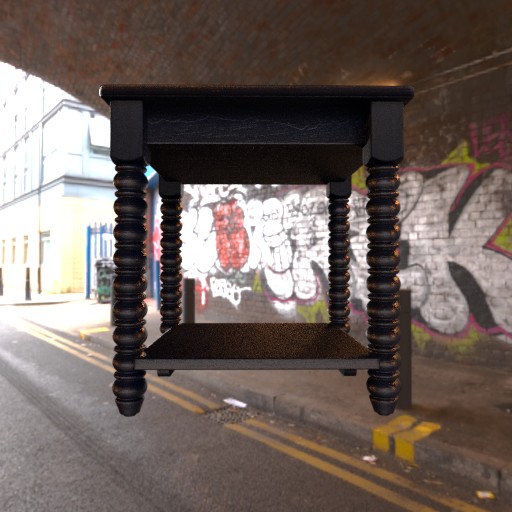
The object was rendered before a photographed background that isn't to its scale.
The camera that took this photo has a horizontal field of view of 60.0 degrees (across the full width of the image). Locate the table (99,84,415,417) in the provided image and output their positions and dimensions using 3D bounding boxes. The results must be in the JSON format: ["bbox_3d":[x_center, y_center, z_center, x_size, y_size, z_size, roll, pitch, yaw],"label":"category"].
[{"bbox_3d":[0.000,0.000,0.987,0.533,0.567,0.500,0,-1,-1],"label":"table"}]
